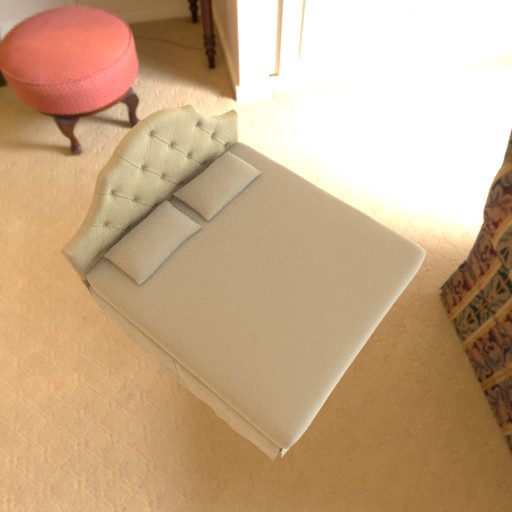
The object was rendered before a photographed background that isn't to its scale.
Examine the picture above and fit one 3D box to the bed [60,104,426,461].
[{"bbox_3d":[0.000,0.000,3.452,2.086,1.555,2.012,34,65,19],"label":"bed"}]
